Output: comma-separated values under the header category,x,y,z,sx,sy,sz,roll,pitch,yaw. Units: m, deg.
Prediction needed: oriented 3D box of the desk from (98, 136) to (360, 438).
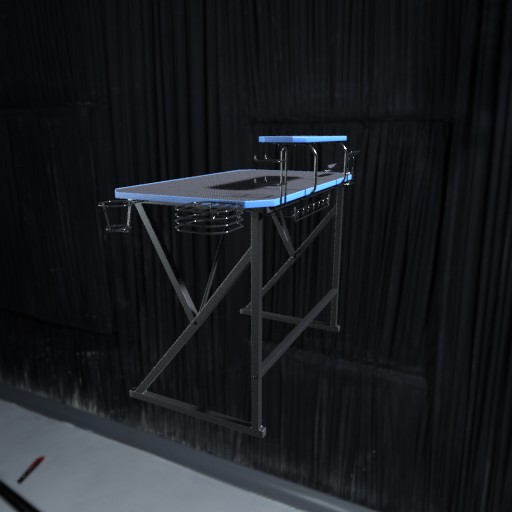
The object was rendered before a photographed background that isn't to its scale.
category,x,y,z,sx,sy,sz,roll,pitch,yaw
desk,0.000,0.000,1.745,0.594,0.909,1.295,7,17,25
